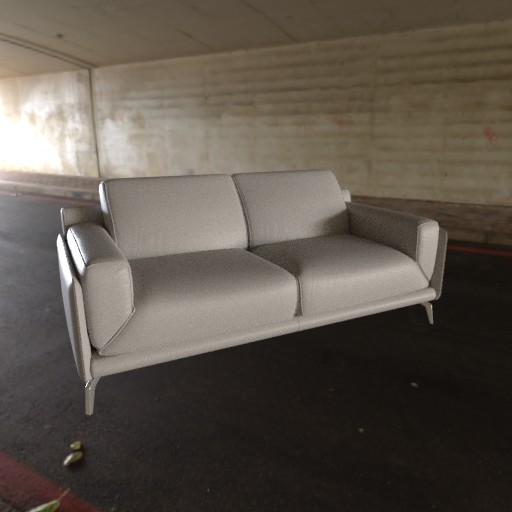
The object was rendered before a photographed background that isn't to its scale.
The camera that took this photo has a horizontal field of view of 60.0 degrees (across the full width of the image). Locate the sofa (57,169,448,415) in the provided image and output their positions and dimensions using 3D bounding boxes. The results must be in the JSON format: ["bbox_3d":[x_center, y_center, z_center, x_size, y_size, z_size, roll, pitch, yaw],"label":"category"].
[{"bbox_3d":[0.000,0.000,2.580,2.101,0.930,1.049,-8,17,-26],"label":"sofa"}]
